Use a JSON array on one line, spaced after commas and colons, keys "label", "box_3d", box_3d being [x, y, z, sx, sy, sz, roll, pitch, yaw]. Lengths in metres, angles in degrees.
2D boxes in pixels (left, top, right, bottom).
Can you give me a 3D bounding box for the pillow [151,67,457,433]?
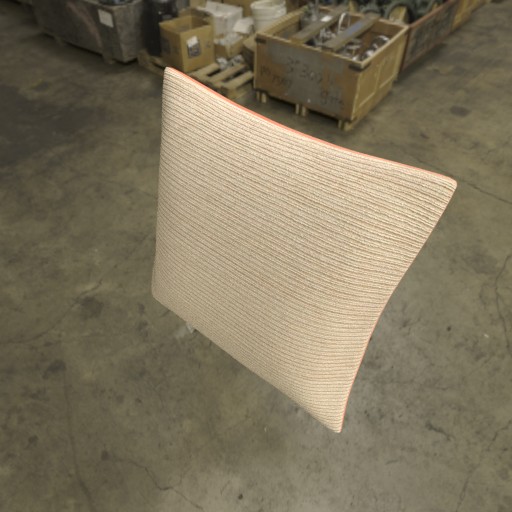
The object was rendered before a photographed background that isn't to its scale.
[{"label": "pillow", "box_3d": [0.000, 0.000, 0.644, 0.424, 0.401, 0.177, 31, 53, 26]}]
